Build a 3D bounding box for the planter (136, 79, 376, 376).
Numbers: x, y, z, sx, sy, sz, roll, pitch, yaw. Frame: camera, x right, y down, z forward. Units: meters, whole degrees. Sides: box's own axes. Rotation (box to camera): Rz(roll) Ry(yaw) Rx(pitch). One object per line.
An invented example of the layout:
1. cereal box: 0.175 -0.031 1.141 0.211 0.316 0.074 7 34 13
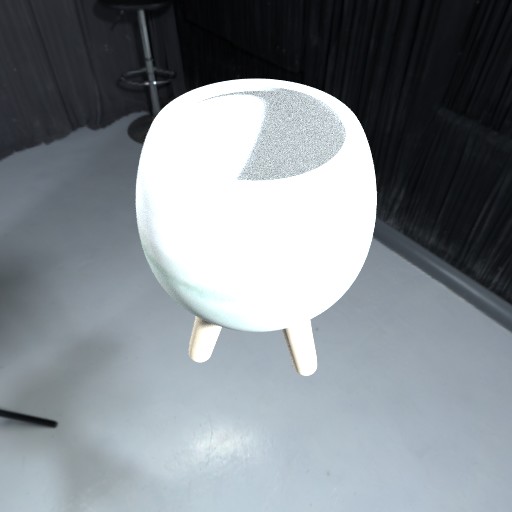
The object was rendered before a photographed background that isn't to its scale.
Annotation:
1. planter: 0.000 0.000 0.342 0.161 0.224 0.161 0 47 0
